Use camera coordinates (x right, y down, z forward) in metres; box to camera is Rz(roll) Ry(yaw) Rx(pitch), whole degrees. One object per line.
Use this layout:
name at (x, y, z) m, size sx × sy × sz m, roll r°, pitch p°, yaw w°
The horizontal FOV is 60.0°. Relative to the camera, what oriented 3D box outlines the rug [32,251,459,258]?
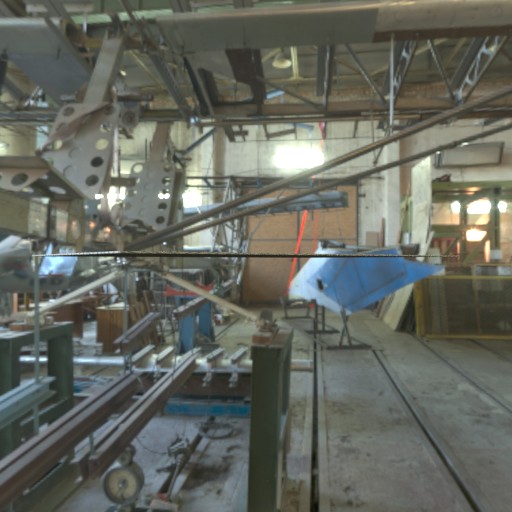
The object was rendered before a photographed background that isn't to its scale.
rug at (0.000, 0.000, 2.975) m, size 2.441 × 0.008 × 1.526 m, roll 0°, pitch -1°, yaw -38°
